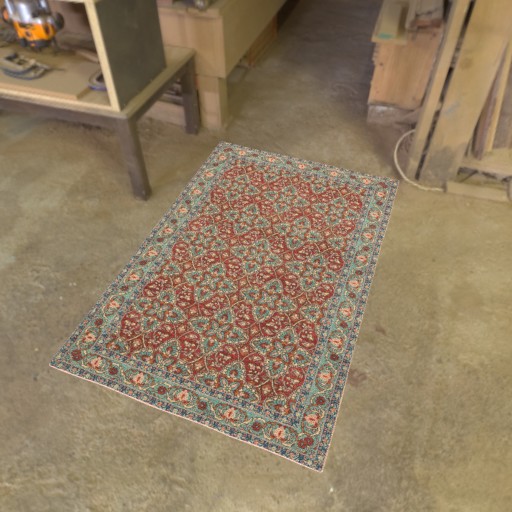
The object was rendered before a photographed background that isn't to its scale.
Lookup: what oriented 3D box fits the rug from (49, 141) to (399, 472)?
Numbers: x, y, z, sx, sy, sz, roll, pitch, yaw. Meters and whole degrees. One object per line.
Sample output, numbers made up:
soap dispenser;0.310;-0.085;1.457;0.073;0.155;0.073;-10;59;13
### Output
rug;0.000;0.000;2.335;1.219;0.009;1.829;16;50;14
